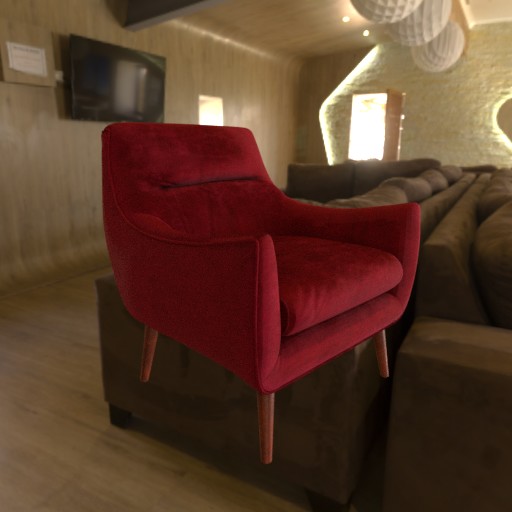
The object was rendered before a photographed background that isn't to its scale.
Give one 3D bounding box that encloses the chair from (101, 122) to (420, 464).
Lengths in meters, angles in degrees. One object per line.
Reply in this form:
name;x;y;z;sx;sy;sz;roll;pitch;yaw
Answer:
chair;0.000;0.000;1.431;0.787;0.838;0.762;13;19;43
